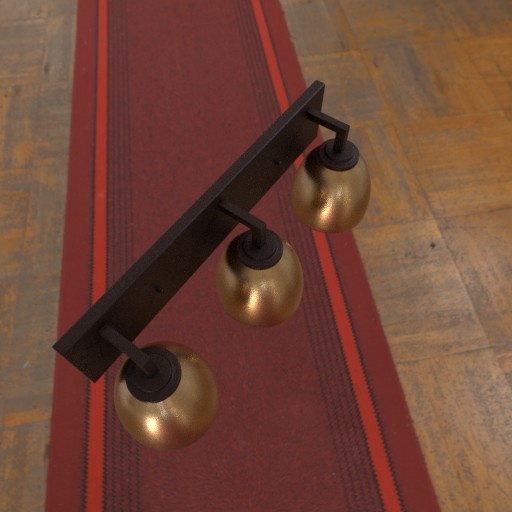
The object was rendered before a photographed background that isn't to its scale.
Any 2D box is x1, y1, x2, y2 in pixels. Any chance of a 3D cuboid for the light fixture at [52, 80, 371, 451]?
[{"bbox_3d":[0.000,0.000,0.654,0.157,0.204,0.582,32,64,17],"label":"light fixture"}]
